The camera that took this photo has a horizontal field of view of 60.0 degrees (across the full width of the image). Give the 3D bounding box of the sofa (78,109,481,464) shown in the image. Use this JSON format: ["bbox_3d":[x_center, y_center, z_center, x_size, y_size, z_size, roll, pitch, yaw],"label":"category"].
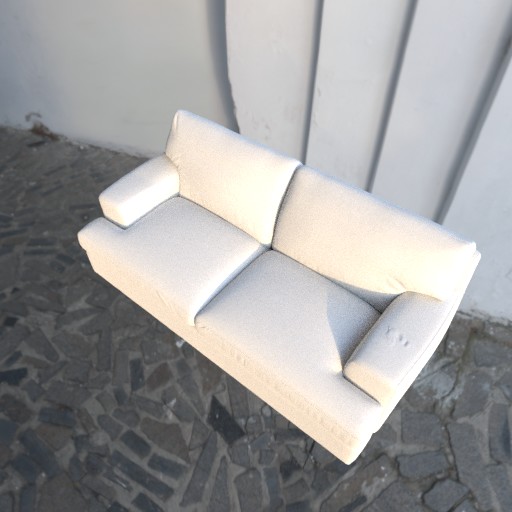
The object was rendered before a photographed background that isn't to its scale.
[{"bbox_3d":[0.000,0.000,2.726,2.261,0.940,1.143,31,54,25],"label":"sofa"}]
